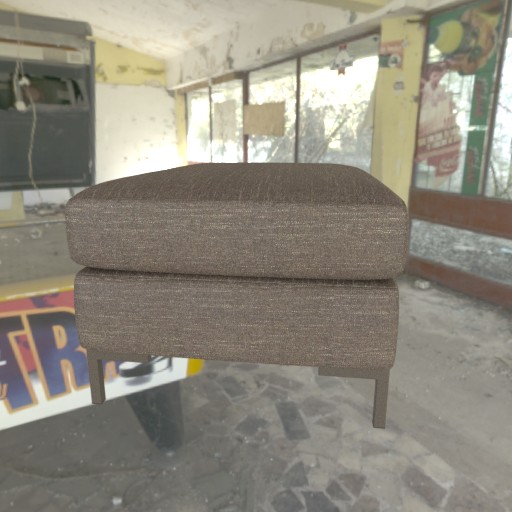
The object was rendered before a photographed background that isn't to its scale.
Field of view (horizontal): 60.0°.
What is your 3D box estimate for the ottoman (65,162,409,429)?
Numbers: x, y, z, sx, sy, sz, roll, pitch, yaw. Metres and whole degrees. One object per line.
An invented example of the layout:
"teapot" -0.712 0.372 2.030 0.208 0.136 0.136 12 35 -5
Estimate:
"ottoman" 0.000 0.000 1.227 0.671 0.490 0.820 2 15 8
